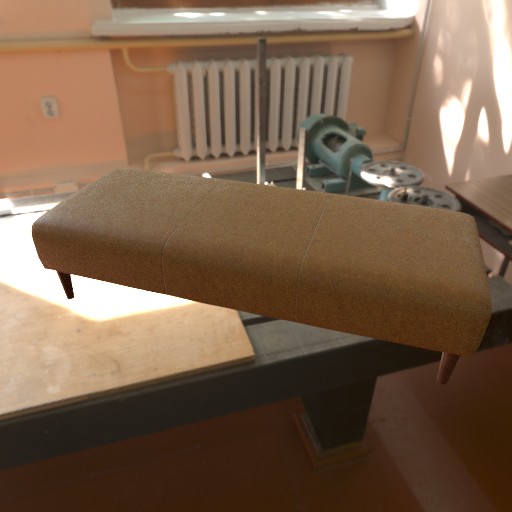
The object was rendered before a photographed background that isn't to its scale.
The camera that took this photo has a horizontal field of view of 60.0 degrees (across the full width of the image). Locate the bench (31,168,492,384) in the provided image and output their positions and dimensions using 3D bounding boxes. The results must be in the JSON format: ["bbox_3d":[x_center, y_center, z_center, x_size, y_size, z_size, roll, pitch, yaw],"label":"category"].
[{"bbox_3d":[0.000,0.000,1.781,1.610,0.399,0.653,10,34,15],"label":"bench"}]
